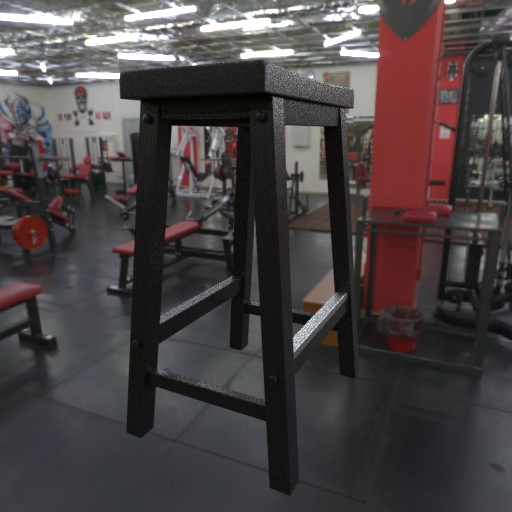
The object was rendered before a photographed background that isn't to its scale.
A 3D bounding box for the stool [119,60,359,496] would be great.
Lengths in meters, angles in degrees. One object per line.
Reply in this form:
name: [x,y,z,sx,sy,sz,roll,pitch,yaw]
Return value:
stool: [0.000,0.000,0.827,0.322,0.610,0.406,8,17,26]
